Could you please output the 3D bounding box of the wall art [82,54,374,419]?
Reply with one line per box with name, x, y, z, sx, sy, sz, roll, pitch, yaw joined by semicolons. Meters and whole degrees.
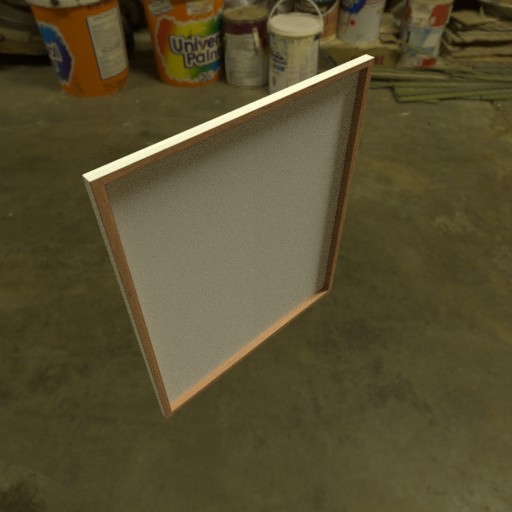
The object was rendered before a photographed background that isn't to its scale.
wall art;0.000;0.000;0.983;0.609;0.710;0.021;-33;54;-28
